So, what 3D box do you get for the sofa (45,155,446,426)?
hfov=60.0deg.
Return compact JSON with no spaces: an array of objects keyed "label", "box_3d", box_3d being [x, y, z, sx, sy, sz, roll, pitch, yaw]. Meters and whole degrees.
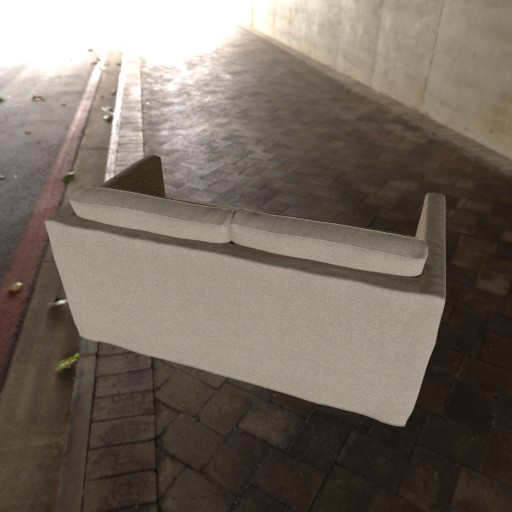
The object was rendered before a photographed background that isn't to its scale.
[{"label":"sofa","box_3d":[0.000,0.000,2.300,1.766,0.828,0.956,11,35,16]}]
